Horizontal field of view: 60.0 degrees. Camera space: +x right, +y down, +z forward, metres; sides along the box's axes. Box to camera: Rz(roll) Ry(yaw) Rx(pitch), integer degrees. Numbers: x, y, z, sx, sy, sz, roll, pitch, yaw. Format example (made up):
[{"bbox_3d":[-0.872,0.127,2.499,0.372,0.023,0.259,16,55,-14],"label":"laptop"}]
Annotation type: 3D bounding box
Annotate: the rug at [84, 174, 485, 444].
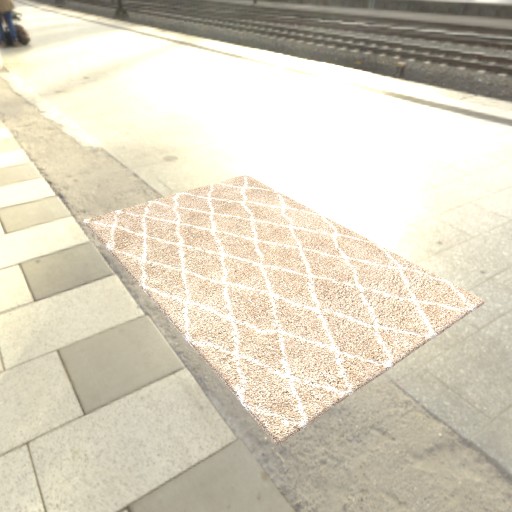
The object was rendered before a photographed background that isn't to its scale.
[{"bbox_3d":[0.000,0.000,3.431,1.778,0.030,2.743,-22,39,-30],"label":"rug"}]
